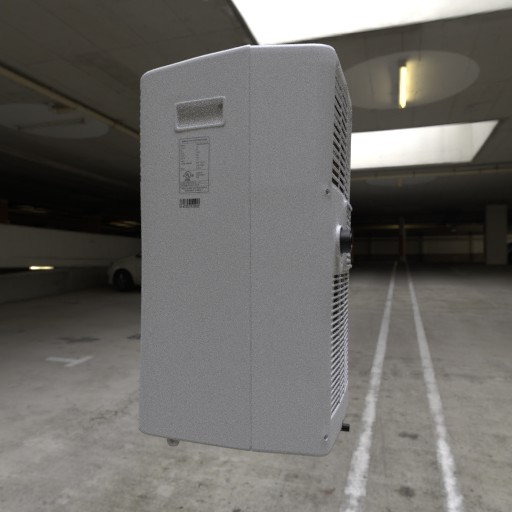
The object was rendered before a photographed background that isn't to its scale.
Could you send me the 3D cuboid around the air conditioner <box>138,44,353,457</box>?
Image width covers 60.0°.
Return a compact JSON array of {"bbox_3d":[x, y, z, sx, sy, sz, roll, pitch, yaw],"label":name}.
[{"bbox_3d":[0.000,0.000,0.787,0.349,0.606,0.304,0,-1,18],"label":"air conditioner"}]
